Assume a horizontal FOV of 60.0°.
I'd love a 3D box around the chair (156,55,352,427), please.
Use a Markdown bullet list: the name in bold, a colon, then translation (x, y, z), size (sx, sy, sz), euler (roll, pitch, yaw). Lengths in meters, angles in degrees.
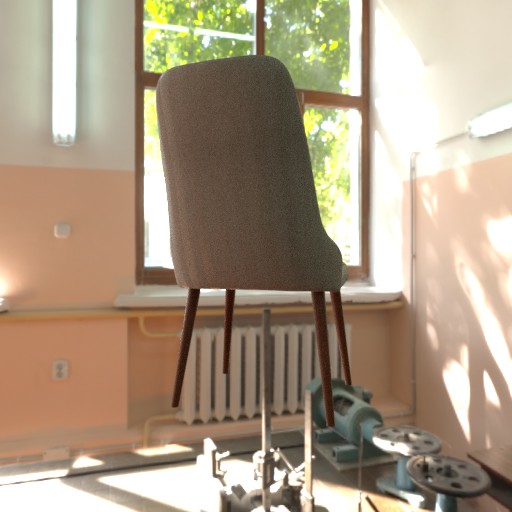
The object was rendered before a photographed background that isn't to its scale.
- **chair**: translation (0.000, 0.000, 1.345), size (0.526, 0.917, 0.684), euler (0, 0, 18)
